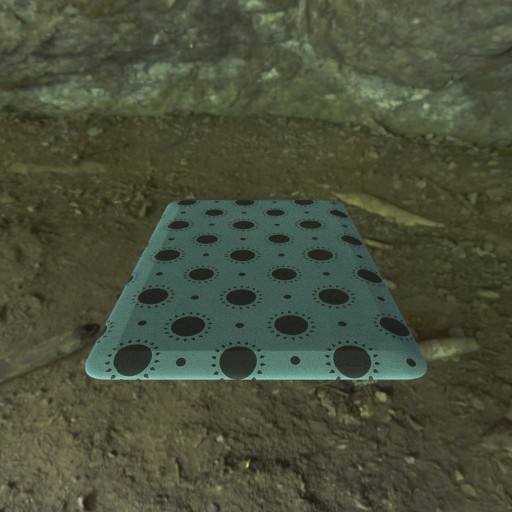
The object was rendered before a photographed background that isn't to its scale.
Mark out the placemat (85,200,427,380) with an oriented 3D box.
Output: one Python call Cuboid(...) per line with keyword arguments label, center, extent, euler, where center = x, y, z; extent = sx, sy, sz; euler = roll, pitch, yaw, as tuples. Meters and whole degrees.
Cuboid(label="placemat", center=(0.000, 0.000, 0.968), extent=(0.508, 0.021, 0.762), euler=(0, 26, 0))
